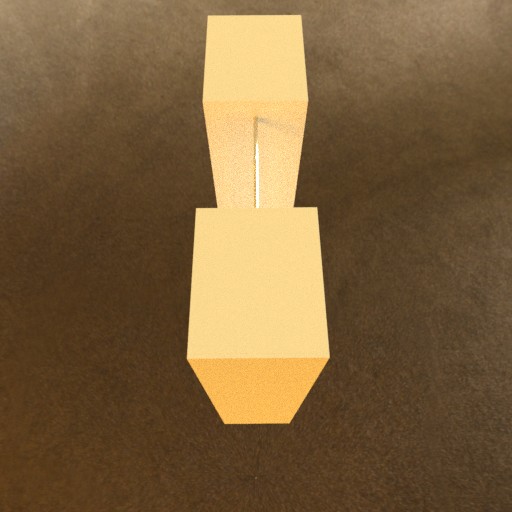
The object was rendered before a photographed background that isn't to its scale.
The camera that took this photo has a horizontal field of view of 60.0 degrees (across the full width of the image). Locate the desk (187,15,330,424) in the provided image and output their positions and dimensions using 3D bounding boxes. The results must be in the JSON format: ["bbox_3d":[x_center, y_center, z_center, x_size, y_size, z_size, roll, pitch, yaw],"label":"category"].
[{"bbox_3d":[0.000,0.000,2.780,0.480,2.000,1.770,0,63,0],"label":"desk"}]
